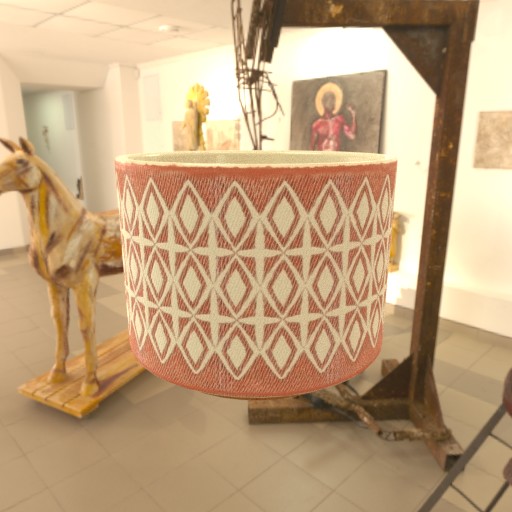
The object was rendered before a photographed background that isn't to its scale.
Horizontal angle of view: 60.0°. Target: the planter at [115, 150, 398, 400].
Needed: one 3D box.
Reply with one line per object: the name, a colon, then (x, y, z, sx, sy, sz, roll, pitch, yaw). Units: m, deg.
planter: (0.000, 0.000, 0.333, 0.192, 0.148, 0.192, 0, 16, 0)
